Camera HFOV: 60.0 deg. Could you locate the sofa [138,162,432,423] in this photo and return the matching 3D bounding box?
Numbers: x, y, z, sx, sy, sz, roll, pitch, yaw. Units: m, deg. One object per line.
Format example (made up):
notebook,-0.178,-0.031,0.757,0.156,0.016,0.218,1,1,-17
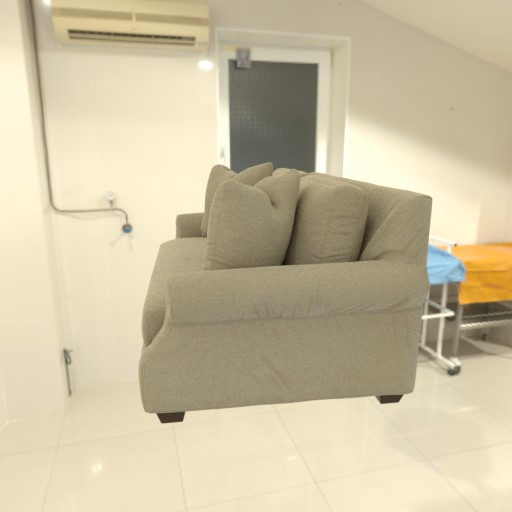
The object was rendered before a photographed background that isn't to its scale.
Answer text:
sofa,0.000,0.000,2.239,1.070,0.905,1.550,-2,14,-8
